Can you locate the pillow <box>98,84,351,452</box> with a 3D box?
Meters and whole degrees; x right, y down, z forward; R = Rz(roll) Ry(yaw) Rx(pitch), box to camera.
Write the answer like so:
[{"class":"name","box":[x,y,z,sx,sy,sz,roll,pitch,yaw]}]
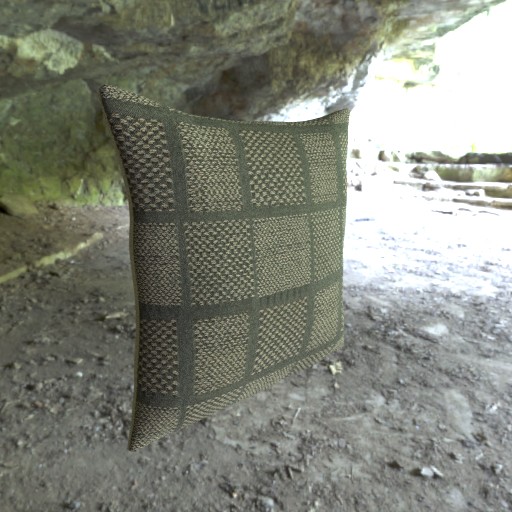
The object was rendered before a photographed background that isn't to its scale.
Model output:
[{"class":"pillow","box":[0.000,0.000,0.643,0.435,0.432,0.138,-13,19,-42]}]
